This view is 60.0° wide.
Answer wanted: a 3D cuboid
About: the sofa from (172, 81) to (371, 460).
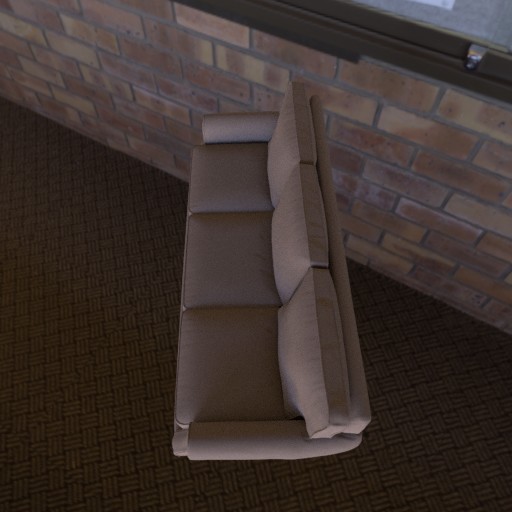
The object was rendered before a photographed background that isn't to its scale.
[{"bbox_3d":[0.000,0.000,2.762,0.966,0.948,2.353,-1,58,-1],"label":"sofa"}]
